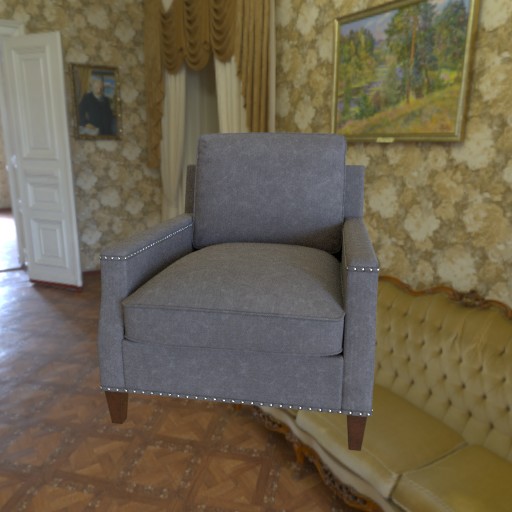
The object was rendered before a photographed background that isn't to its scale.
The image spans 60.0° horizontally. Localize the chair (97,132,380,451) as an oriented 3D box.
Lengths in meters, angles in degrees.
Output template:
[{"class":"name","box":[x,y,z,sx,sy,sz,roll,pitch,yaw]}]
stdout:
[{"class":"chair","box":[0.000,0.000,1.717,0.853,0.948,1.014,2,14,10]}]
